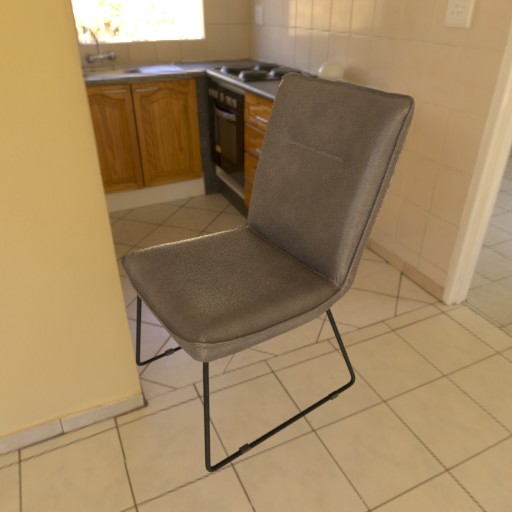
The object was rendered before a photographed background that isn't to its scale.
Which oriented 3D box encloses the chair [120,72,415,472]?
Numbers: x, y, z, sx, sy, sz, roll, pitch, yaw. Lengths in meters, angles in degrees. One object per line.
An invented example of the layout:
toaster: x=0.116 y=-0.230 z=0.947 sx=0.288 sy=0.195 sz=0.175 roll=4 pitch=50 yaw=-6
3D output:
chair: x=0.000 y=0.000 z=1.331 sx=0.688 sy=0.932 sz=0.515 roll=-20 pitch=36 yaw=-30
